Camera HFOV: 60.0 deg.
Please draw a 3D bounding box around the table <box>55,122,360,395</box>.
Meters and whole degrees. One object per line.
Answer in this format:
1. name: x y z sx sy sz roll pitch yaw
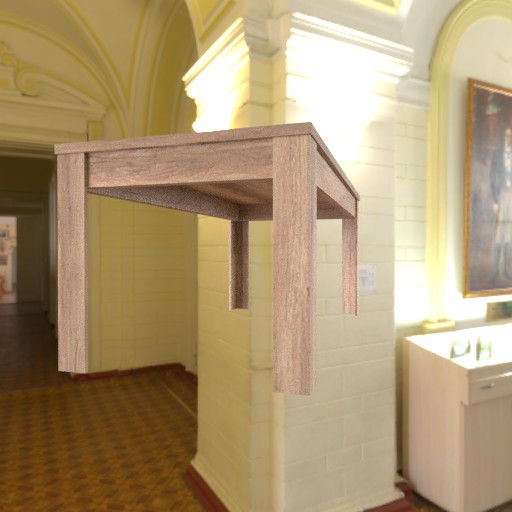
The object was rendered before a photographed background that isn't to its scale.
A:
1. table: 0.000 0.000 2.266 0.900 0.790 1.800 0 1 17
